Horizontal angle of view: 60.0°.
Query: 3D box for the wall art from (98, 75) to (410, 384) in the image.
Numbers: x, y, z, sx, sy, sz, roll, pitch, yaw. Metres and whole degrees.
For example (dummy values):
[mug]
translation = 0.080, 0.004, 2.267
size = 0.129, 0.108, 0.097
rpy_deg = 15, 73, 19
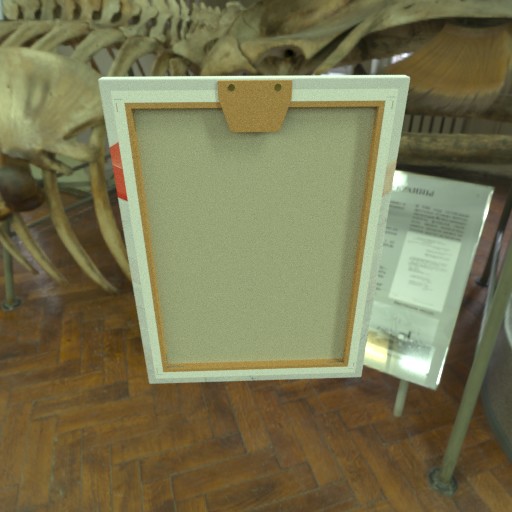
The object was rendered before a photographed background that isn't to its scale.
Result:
[wall art]
translation = 0.000, 0.000, 1.342
size = 0.759, 1.014, 0.045
rpy_deg = -1, 30, -2
